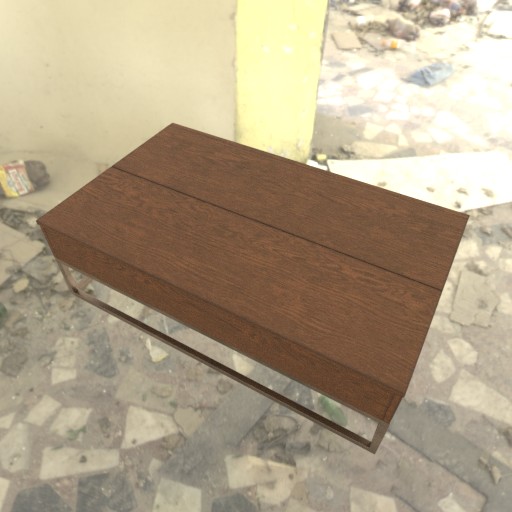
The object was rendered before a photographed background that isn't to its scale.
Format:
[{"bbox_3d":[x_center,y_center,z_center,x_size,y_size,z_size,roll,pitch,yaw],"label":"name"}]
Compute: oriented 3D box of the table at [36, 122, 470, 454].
[{"bbox_3d":[0.000,0.000,1.522,1.167,0.361,0.719,22,50,20],"label":"table"}]
